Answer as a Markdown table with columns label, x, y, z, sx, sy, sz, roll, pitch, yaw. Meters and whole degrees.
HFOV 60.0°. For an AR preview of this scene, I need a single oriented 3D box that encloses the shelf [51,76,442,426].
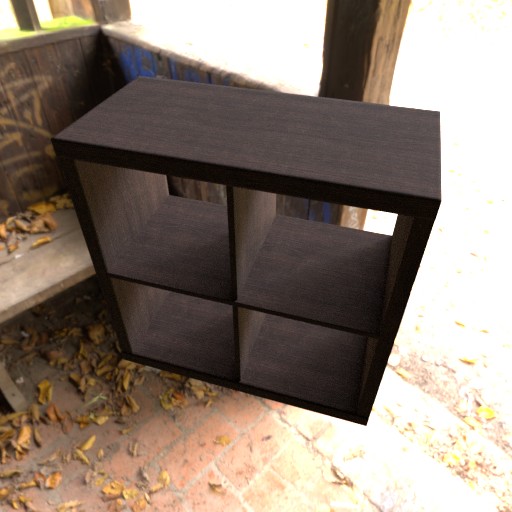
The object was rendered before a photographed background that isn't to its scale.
| label | x | y | z | sx | sy | sz | roll | pitch | yaw |
| --- | --- | --- | --- | --- | --- | --- | --- | --- | --- |
| shelf | 0.000 | 0.000 | 1.251 | 0.790 | 0.786 | 0.390 | 11 | 43 | 13 |
